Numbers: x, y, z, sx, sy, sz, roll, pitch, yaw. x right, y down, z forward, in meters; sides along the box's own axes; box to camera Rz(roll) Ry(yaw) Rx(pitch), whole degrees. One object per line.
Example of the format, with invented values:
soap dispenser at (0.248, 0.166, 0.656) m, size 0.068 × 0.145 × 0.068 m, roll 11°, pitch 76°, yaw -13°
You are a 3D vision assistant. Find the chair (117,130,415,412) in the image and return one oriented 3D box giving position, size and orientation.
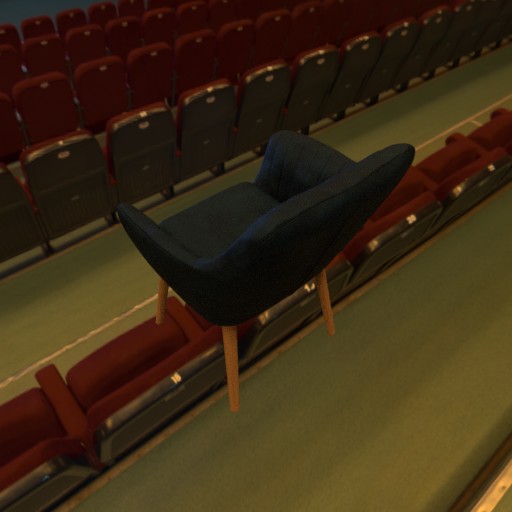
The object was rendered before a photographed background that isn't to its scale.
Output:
chair at (0.000, 0.000, 1.247) m, size 0.578 × 0.826 × 0.573 m, roll -31°, pitch 54°, yaw -26°
